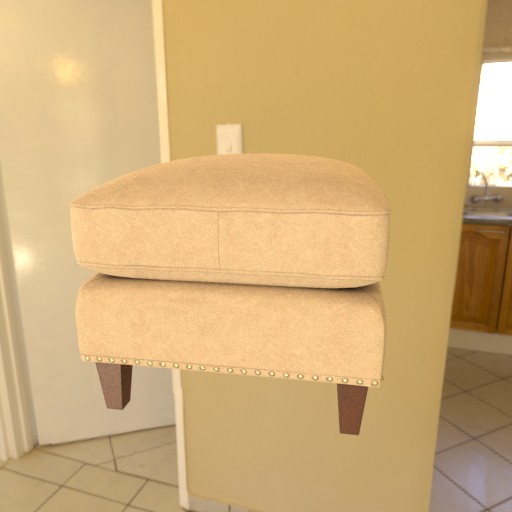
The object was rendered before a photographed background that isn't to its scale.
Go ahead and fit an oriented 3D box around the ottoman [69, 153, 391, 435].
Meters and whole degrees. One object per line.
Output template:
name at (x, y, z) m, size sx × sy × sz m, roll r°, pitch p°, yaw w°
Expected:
ottoman at (0.000, 0.000, 1.138) m, size 0.584 × 0.513 × 0.741 m, roll 2°, pitch 14°, yaw 10°
